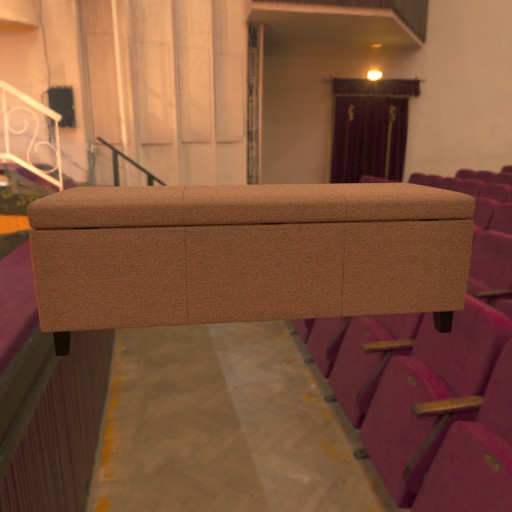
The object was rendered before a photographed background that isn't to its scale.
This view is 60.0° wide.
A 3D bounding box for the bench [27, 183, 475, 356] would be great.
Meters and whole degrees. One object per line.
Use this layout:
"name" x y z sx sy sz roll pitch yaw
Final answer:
"bench" 0.000 0.000 1.461 1.269 0.438 0.446 -2 14 -8
